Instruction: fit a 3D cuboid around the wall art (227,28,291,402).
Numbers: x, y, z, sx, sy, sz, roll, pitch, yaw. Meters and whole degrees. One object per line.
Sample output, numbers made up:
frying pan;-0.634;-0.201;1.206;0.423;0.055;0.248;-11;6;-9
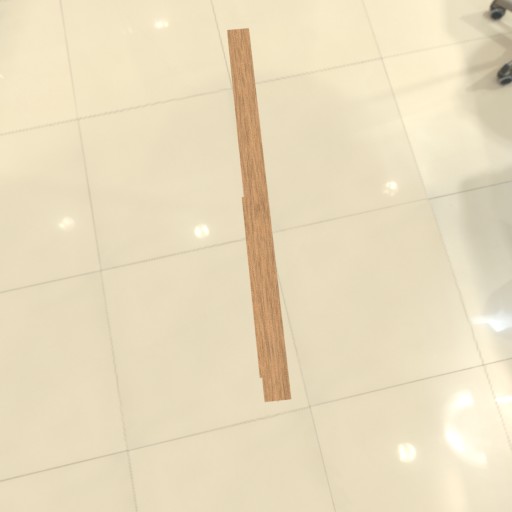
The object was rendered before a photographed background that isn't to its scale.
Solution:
wall art;0.000;0.000;0.809;0.028;0.609;0.456;-6;77;-1
